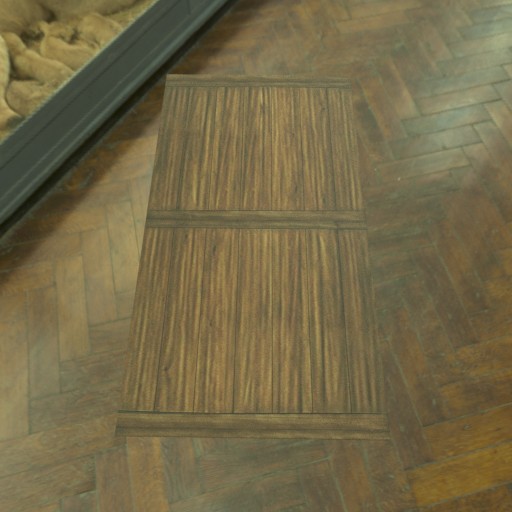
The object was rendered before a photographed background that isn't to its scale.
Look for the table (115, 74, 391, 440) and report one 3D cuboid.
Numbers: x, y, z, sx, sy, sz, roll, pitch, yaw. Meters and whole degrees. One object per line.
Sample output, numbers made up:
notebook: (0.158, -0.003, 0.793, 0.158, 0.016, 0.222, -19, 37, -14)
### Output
table: (0.000, 0.000, 2.509, 1.071, 0.793, 1.966, 1, 64, 0)
